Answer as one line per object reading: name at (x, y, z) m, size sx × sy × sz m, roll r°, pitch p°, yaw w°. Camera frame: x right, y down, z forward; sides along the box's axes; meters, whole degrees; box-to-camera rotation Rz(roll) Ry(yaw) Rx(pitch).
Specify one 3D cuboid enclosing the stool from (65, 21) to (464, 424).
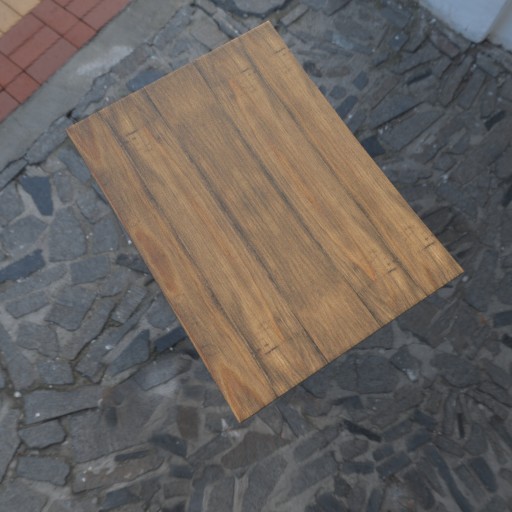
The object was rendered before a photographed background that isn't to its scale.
stool at (0.000, 0.000, 0.906) m, size 0.405 × 0.625 × 0.486 m, roll -32°, pitch 77°, yaw -8°
